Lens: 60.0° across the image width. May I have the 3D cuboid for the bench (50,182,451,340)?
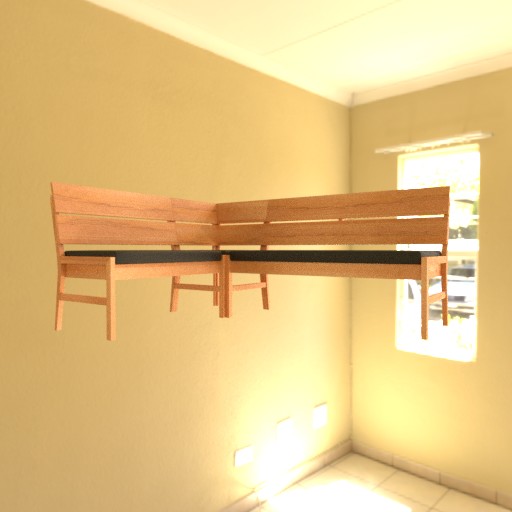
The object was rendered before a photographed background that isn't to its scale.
[{"bbox_3d":[0.000,0.000,2.752,1.948,0.890,1.548,1,1,35],"label":"bench"}]
